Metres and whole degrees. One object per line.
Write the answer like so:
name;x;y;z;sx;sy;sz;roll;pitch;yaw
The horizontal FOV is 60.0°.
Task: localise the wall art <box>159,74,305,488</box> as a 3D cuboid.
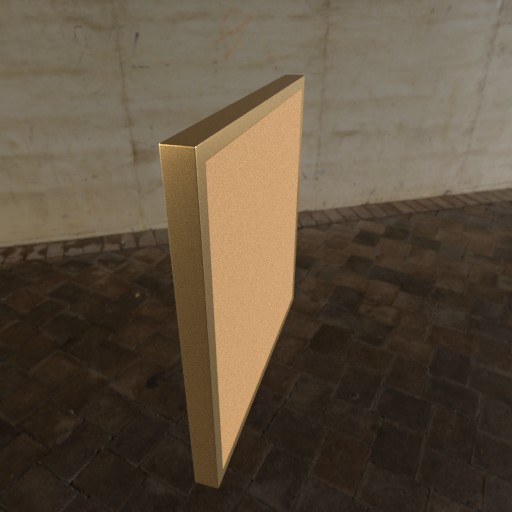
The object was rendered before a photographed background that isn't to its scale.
wall art;0.000;0.000;0.448;0.023;0.305;0.305;8;30;15
